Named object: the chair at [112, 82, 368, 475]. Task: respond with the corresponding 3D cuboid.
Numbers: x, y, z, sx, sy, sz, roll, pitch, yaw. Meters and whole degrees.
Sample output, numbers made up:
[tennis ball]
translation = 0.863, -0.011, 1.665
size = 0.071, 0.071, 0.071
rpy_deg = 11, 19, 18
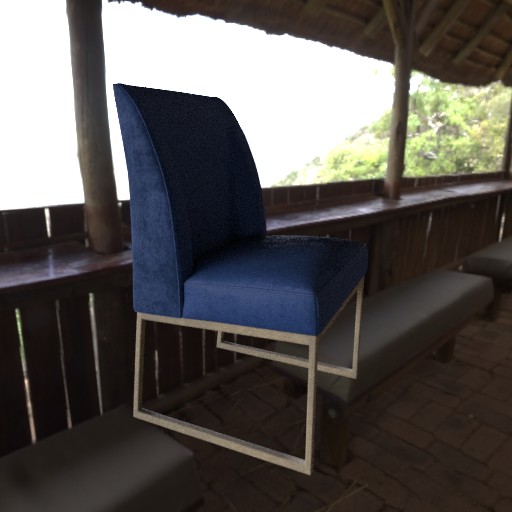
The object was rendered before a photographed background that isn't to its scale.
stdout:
[chair]
translation = 0.000, 0.000, 1.204
size = 0.522, 0.863, 0.508
rpy_deg = 7, 17, 24
